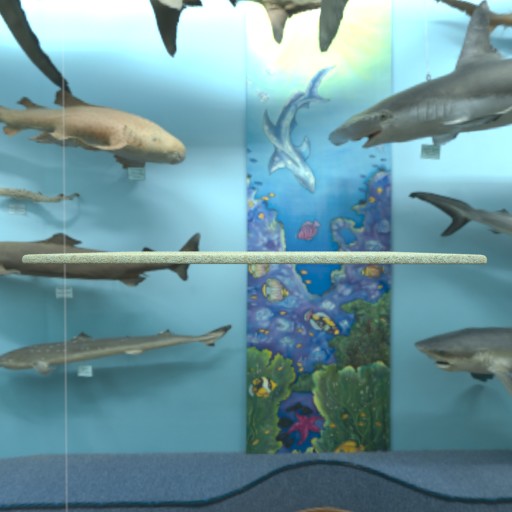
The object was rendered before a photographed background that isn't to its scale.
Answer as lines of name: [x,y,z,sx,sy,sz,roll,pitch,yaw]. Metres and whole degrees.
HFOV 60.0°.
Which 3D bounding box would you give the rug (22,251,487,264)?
rug: [0.000,0.000,3.336,2.528,0.048,2.009,0,1,2]
